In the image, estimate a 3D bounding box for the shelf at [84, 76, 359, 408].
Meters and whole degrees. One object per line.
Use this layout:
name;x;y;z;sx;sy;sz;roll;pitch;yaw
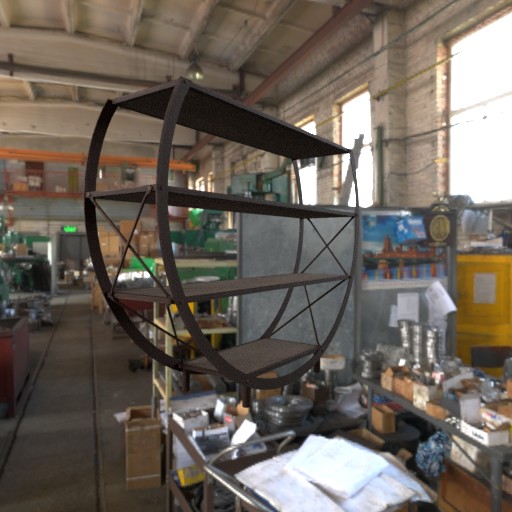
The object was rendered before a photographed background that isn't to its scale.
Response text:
shelf;0.000;0.000;1.878;0.344;1.063;1.403;1;2;36
